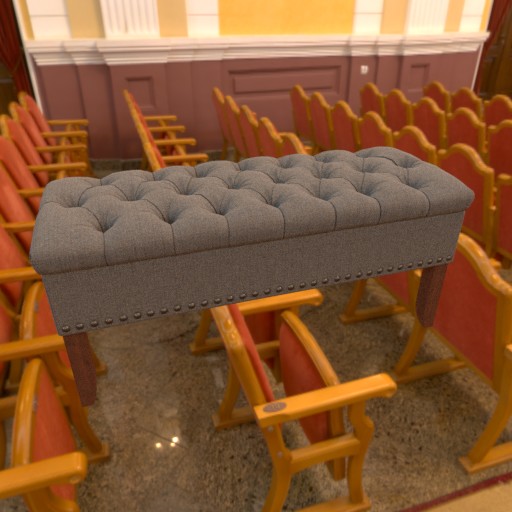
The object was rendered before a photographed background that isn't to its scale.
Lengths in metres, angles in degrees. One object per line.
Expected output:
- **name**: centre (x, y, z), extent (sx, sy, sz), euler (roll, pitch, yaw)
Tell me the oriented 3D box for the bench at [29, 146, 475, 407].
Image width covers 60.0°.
- **bench**: centre (0.000, 0.000, 1.255), extent (1.052, 0.470, 0.417), euler (-9, 31, -16)
